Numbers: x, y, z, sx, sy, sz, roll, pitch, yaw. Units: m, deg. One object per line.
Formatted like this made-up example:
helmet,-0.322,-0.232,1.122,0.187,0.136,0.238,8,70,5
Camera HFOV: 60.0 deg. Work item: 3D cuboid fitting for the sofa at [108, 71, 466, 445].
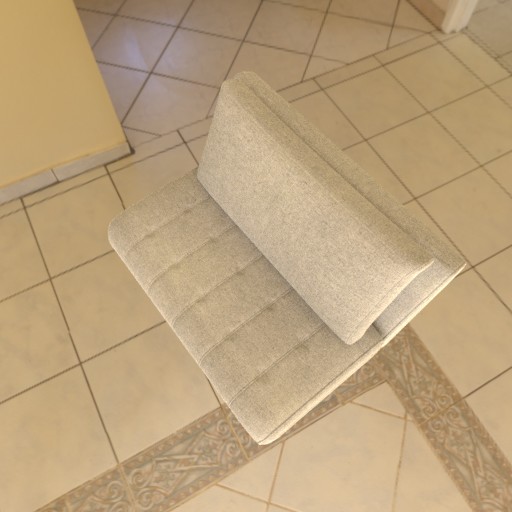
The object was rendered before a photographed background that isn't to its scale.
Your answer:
sofa,0.000,0.000,1.902,0.910,0.910,1.220,-35,68,-16
